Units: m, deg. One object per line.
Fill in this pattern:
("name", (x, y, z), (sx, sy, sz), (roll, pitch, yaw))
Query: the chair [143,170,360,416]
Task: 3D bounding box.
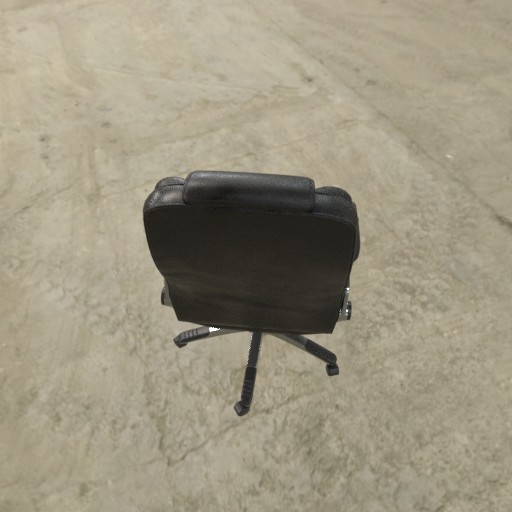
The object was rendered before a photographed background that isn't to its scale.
("chair", (0.000, 0.000, 1.517), (0.697, 1.075, 0.689), (4, 47, 4))
